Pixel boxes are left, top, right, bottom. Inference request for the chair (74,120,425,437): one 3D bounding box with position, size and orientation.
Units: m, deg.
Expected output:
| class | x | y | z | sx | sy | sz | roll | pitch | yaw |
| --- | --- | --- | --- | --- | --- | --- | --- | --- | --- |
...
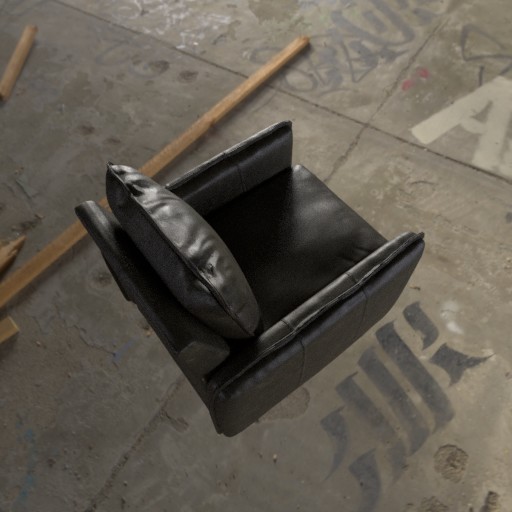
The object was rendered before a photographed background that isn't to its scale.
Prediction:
| class | x | y | z | sx | sy | sz | roll | pitch | yaw |
| --- | --- | --- | --- | --- | --- | --- | --- | --- | --- |
| chair | 0.000 | 0.000 | 1.617 | 0.921 | 0.921 | 0.830 | -33 | 63 | -19 |
